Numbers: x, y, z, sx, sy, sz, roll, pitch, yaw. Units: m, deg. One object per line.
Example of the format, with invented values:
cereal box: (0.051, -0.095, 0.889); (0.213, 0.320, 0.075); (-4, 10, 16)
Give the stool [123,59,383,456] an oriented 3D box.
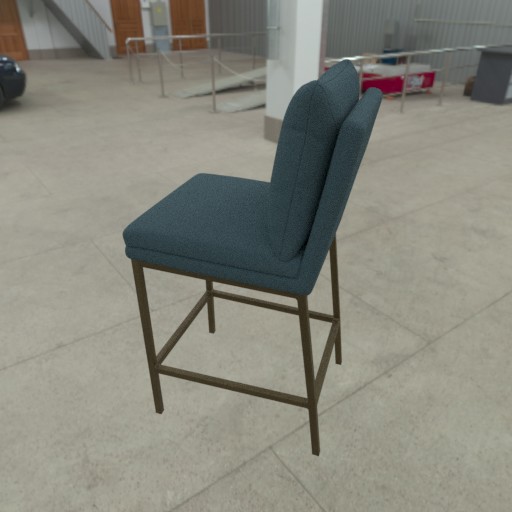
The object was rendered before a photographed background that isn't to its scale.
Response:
stool: (0.000, 0.000, 1.291); (0.568, 1.032, 0.463); (10, 31, 16)
